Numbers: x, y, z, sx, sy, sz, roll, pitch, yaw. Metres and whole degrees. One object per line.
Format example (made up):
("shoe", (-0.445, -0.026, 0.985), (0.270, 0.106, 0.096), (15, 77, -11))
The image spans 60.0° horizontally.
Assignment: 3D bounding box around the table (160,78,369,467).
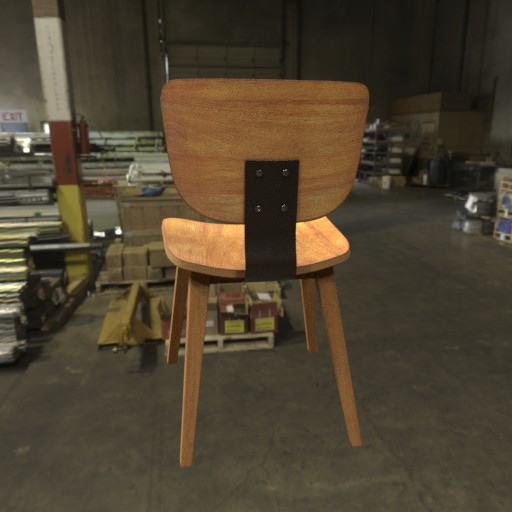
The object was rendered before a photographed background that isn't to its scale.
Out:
("table", (0.000, 0.000, 1.137), (0.499, 0.805, 0.500), (-3, 15, -9))
